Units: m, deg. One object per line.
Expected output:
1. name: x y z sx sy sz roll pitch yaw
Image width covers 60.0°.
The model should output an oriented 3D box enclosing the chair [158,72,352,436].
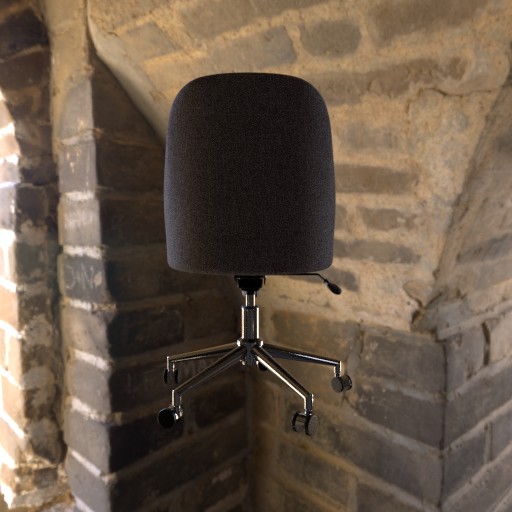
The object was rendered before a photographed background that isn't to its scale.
1. chair: 0.000 0.000 1.475 0.671 0.950 0.712 0 2 0
